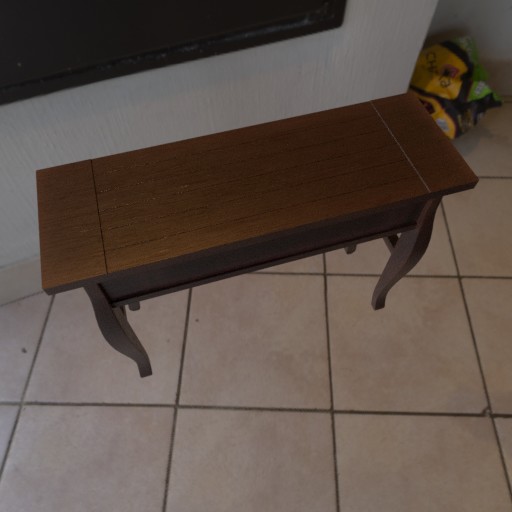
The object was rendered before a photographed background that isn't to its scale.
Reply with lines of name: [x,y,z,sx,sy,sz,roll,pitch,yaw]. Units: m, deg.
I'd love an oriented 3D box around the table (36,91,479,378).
table: [0.000,0.000,1.444,1.062,0.768,0.373,-14,59,-9]
